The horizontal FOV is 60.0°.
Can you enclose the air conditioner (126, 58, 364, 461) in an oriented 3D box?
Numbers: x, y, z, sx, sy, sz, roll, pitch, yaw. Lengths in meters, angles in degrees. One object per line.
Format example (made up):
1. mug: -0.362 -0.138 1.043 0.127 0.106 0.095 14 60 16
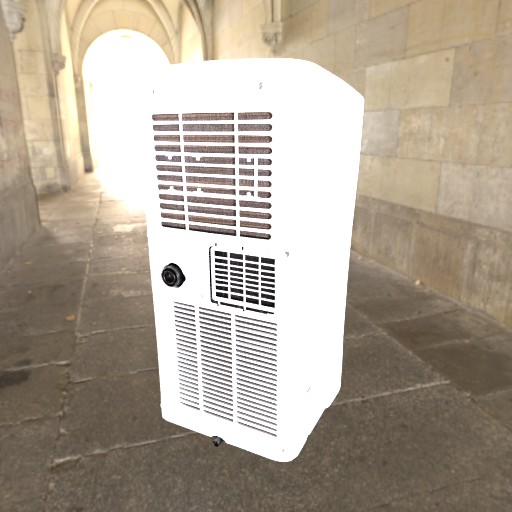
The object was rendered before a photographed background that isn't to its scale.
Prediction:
1. air conditioner: 0.000 0.000 0.930 0.352 0.716 0.369 8 18 27
